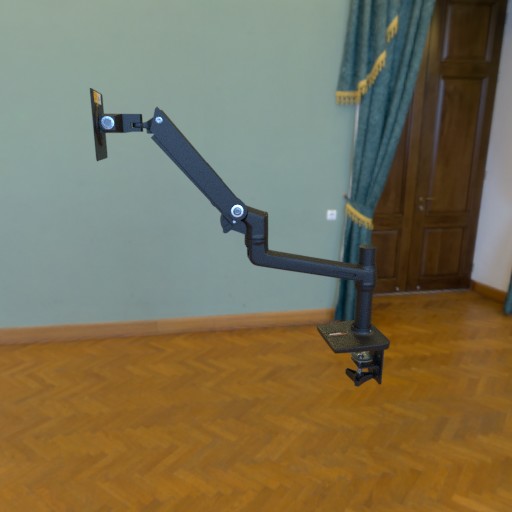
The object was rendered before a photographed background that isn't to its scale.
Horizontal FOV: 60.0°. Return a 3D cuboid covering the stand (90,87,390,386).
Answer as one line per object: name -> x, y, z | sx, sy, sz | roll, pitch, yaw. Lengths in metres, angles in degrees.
stand -> 0.000, 0.000, 1.033 | 0.650, 0.713, 0.152 | -3, 15, -10
